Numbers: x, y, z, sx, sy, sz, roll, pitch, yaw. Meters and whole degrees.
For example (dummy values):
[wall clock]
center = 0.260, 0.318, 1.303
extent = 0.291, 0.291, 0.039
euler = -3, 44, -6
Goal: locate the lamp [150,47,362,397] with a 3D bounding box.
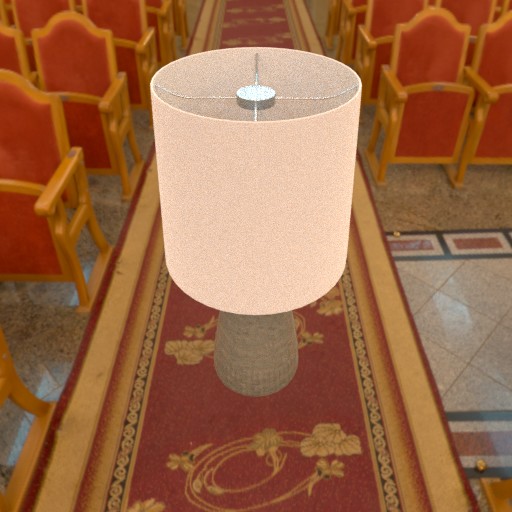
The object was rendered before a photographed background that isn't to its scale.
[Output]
[lamp]
center = 0.000, 0.000, 0.469
extent = 0.186, 0.369, 0.186
euler = 0, 41, 0
